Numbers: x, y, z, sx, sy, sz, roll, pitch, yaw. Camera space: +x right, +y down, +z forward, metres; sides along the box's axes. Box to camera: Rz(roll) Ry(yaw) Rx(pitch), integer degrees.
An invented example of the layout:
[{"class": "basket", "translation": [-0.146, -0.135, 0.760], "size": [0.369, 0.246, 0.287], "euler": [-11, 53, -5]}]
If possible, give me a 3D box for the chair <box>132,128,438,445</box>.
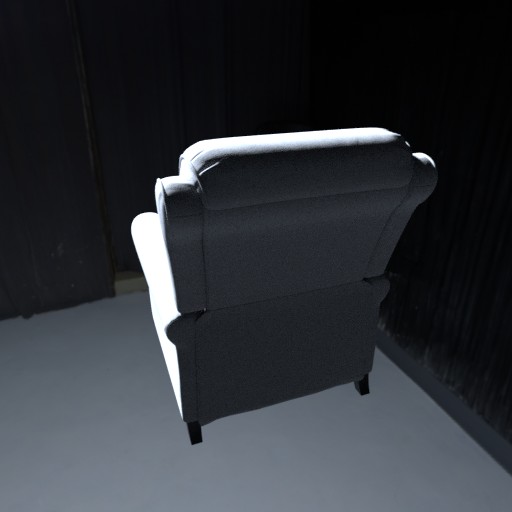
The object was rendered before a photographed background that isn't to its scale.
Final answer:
[{"class": "chair", "translation": [0.000, 0.000, 1.710], "size": [0.859, 1.046, 0.919], "euler": [-9, 27, -18]}]
